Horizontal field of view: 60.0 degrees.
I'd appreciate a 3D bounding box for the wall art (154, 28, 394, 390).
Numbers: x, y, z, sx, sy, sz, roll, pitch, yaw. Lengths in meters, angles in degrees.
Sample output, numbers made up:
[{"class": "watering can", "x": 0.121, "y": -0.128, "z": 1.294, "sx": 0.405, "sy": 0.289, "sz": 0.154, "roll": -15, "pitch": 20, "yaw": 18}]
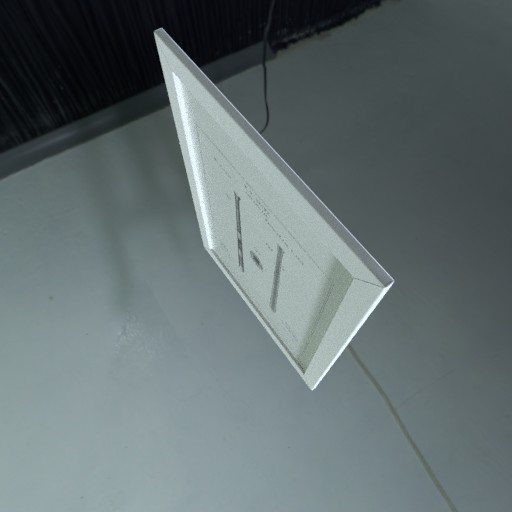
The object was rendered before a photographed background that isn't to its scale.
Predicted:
[{"class": "wall art", "x": 0.000, "y": 0.000, "z": 0.664, "sx": 0.012, "sy": 0.529, "sz": 0.374, "roll": -33, "pitch": 69, "yaw": -15}]
